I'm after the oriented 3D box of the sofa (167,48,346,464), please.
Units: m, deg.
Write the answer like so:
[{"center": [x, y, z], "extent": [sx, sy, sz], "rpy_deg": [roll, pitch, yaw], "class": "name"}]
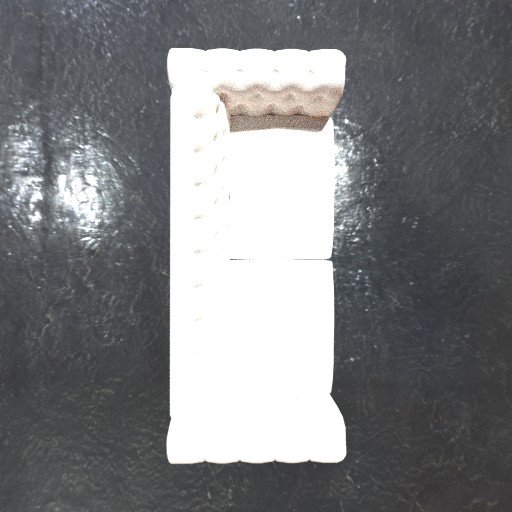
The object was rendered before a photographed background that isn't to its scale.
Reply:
[{"center": [0.000, 0.000, 2.241], "extent": [0.771, 0.796, 1.798], "rpy_deg": [0, 90, -1], "class": "sofa"}]
